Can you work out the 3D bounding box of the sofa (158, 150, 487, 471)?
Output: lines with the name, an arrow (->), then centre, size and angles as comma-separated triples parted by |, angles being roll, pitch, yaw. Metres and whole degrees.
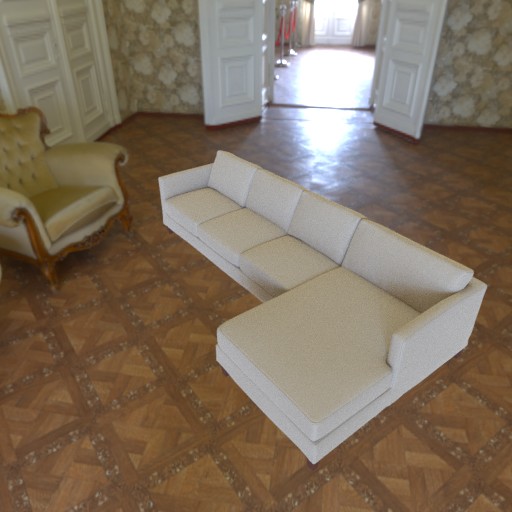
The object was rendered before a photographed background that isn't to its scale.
sofa -> 0.000, 0.000, 3.837 | 1.625, 0.861, 3.186 | -22, 38, -31
